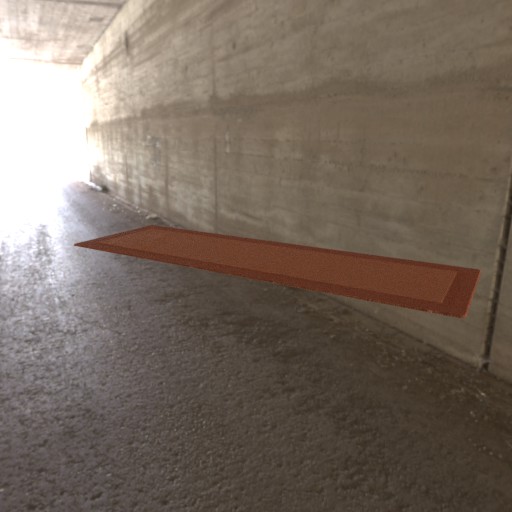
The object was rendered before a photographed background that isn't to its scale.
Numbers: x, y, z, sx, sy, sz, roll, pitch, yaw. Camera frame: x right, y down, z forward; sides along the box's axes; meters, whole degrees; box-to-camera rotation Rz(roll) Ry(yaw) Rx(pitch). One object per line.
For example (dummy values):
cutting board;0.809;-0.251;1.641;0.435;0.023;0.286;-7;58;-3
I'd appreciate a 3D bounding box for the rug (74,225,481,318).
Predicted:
rug;0.000;0.000;2.713;2.471;0.013;0.914;8;17;26
